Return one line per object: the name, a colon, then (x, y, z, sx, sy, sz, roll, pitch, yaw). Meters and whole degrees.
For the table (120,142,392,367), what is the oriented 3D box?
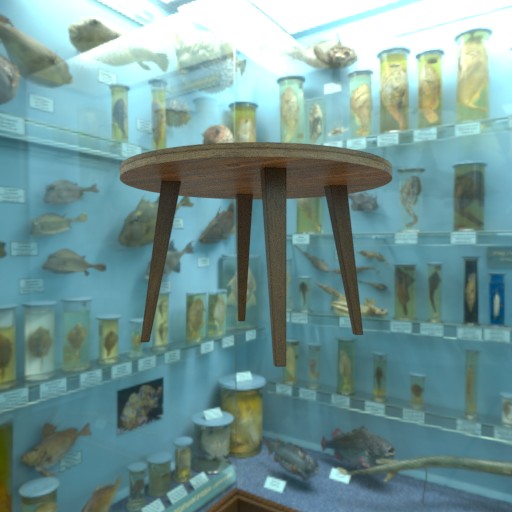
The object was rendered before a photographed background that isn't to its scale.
table: (0.000, 0.000, 2.067, 1.213, 0.764, 1.213, 0, 1, 0)
